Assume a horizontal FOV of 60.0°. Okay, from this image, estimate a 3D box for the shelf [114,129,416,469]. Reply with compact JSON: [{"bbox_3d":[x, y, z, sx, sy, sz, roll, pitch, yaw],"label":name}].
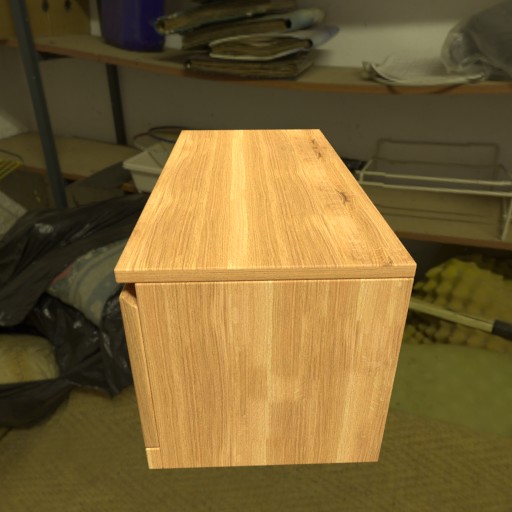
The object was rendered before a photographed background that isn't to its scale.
[{"bbox_3d":[0.000,0.000,1.029,0.400,0.400,0.800,-1,28,-2],"label":"shelf"}]
